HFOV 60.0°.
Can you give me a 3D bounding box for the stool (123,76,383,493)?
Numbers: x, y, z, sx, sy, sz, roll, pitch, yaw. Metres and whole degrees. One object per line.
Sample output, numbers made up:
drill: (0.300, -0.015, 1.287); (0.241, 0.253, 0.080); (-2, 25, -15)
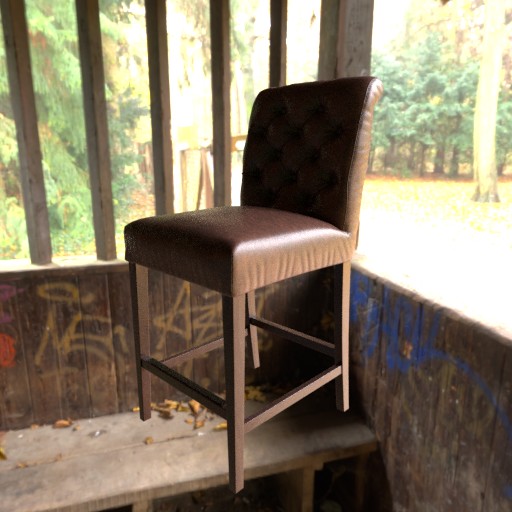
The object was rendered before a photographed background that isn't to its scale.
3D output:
stool: (0.000, 0.000, 1.396); (0.486, 1.084, 0.660); (14, 19, 43)
